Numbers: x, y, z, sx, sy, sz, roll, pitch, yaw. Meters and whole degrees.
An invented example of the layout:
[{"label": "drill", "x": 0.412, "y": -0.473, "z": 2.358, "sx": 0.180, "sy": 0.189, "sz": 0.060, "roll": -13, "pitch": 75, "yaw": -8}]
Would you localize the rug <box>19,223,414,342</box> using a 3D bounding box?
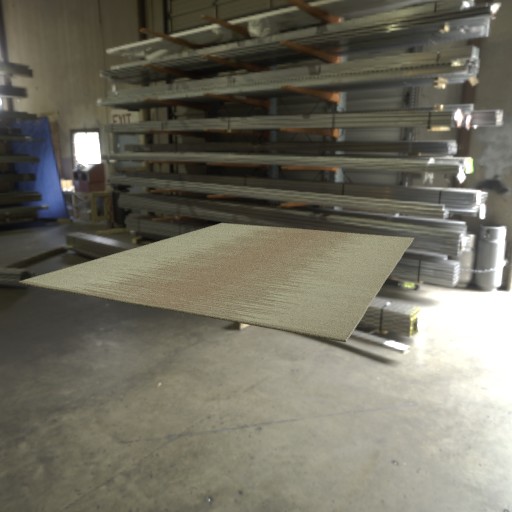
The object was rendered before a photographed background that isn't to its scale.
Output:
[{"label": "rug", "x": 0.000, "y": 0.000, "z": 4.077, "sx": 2.438, "sy": 0.013, "sz": 3.048, "roll": 6, "pitch": 15, "yaw": 25}]
